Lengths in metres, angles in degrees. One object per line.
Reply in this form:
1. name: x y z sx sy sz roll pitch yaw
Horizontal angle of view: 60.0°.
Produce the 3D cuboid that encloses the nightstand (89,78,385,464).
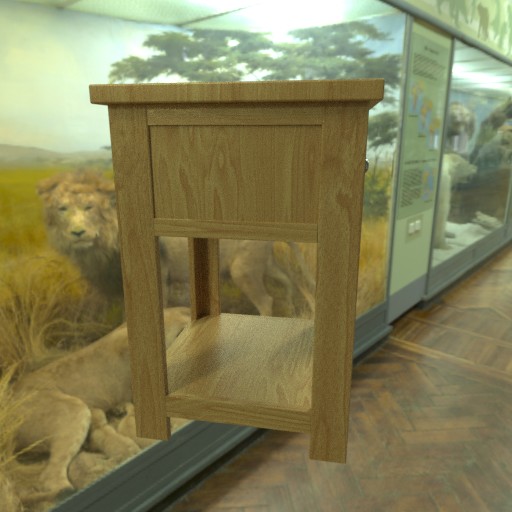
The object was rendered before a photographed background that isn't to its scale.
1. nightstand: 0.000 0.000 0.892 0.418 0.614 0.428 3 16 10
